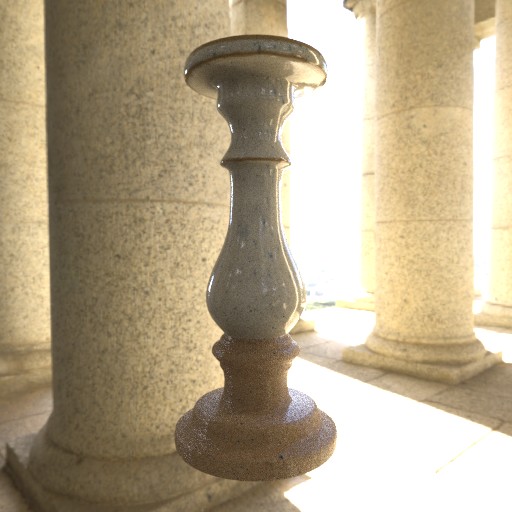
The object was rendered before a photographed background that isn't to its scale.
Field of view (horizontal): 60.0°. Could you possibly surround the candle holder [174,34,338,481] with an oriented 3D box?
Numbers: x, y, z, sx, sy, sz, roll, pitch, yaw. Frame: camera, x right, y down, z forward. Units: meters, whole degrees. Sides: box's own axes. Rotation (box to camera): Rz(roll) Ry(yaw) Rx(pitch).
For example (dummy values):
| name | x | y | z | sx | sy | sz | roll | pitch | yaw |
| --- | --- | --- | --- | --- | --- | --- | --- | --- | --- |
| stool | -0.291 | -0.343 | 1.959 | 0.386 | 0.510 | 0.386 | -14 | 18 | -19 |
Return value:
| name | x | y | z | sx | sy | sz | roll | pitch | yaw |
| --- | --- | --- | --- | --- | --- | --- | --- | --- | --- |
| candle holder | 0.000 | 0.000 | 0.239 | 0.088 | 0.203 | 0.088 | 0 | 2 | 0 |
